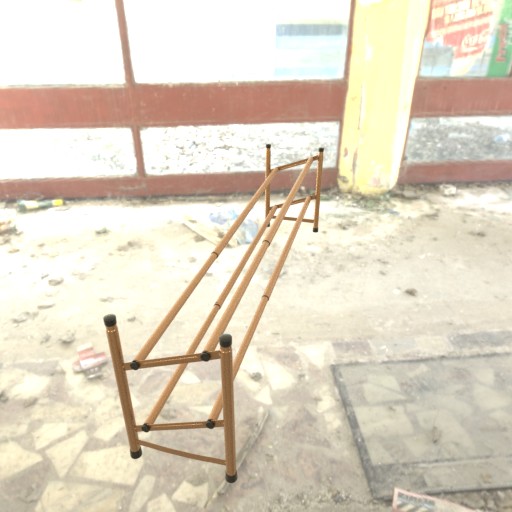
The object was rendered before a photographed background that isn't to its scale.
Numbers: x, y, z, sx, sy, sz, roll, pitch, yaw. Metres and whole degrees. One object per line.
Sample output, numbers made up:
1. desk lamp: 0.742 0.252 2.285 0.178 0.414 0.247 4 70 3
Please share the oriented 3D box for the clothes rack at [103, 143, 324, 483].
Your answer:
1. clothes rack: 0.000 0.000 1.288 0.229 0.349 1.168 7 30 13
